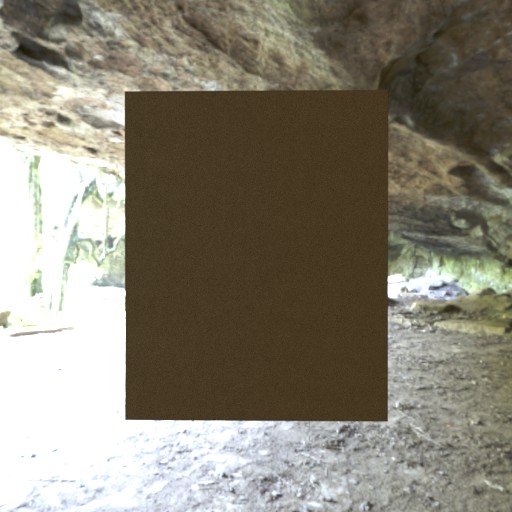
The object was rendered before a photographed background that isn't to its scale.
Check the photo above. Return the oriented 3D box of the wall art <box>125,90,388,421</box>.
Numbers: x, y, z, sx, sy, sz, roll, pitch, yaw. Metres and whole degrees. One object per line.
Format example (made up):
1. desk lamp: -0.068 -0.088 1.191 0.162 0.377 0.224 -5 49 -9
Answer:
1. wall art: 0.000 0.000 1.359 0.798 1.002 0.030 0 0 1
